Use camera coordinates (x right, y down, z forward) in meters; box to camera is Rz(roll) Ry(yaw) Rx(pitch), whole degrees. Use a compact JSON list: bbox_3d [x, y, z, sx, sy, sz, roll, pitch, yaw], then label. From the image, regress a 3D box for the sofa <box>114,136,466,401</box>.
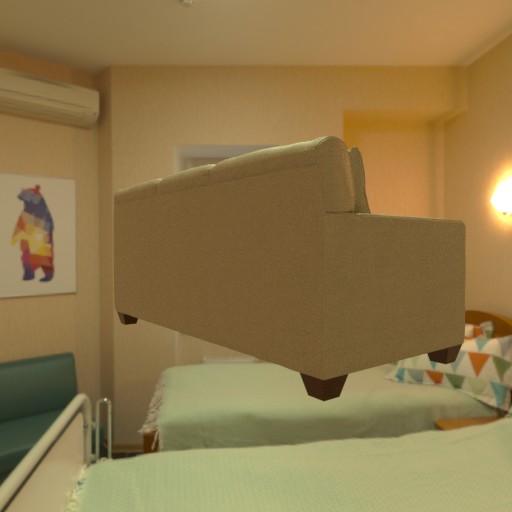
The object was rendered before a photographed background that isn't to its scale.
[{"bbox_3d":[0.000,0.000,2.567,0.997,0.958,2.024,-1,2,-37],"label":"sofa"}]
